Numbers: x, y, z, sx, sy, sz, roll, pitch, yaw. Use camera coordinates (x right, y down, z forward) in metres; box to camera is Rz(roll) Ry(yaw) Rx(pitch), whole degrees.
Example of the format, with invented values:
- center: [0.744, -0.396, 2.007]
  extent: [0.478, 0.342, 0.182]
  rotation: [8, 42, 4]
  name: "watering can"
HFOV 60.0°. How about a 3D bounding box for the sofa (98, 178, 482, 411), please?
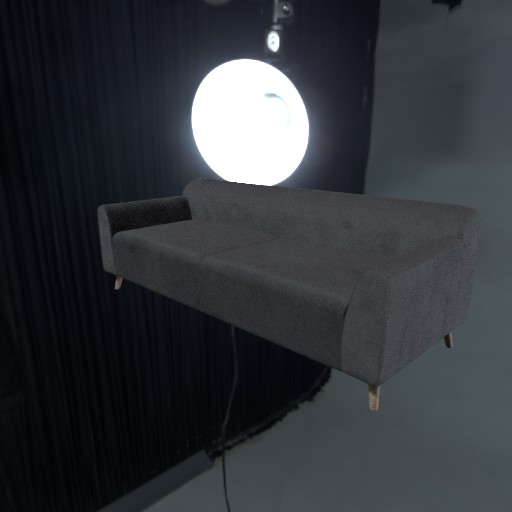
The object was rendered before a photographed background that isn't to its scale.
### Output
- center: [0.000, 0.000, 2.648]
  extent: [2.190, 0.740, 0.900]
  rotation: [15, 21, 43]
  name: "sofa"
